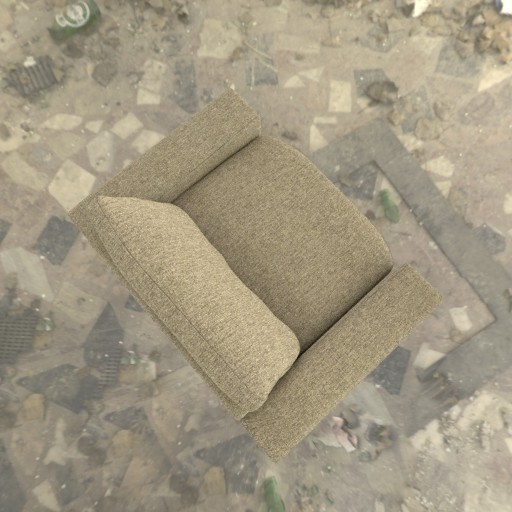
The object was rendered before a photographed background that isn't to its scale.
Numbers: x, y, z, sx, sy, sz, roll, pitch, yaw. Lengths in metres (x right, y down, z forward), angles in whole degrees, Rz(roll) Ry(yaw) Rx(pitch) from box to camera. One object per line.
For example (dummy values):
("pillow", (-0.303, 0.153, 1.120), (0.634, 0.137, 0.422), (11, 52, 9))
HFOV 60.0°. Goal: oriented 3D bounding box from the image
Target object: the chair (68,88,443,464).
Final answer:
("chair", (0.000, 0.000, 2.031), (1.039, 0.915, 1.398), (-41, 79, -10))
